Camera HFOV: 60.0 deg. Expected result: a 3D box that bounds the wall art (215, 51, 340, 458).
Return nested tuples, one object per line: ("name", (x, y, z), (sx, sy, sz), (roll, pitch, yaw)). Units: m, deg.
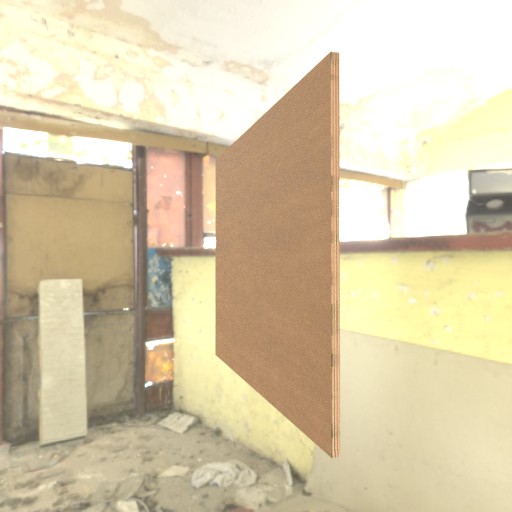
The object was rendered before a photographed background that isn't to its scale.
("wall art", (0.000, 0.000, 0.687), (0.010, 0.408, 0.508), (0, -1, -18))
